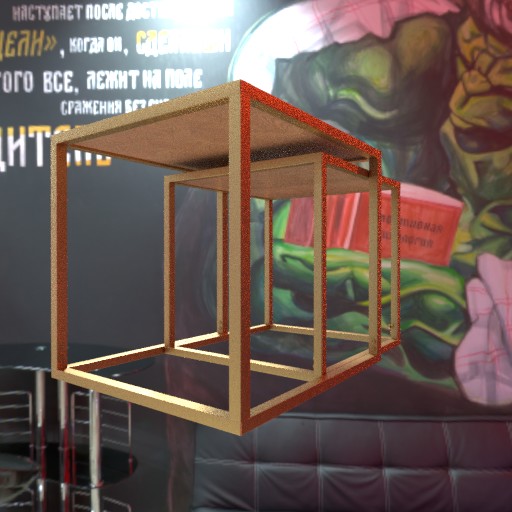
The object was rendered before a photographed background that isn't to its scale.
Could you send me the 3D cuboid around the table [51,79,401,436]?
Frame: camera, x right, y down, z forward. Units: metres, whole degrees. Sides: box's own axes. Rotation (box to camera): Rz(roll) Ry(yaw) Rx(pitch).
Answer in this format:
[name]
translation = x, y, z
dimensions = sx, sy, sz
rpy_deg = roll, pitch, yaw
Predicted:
[table]
translation = 0.000, 0.000, 1.080
dimensions = 0.505, 0.505, 0.762
rpy_deg = 0, 0, 36
